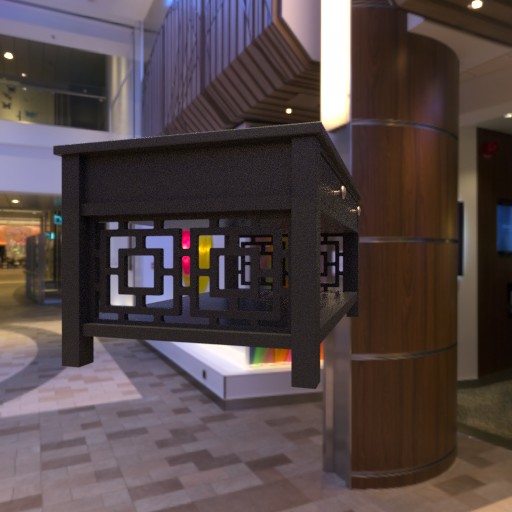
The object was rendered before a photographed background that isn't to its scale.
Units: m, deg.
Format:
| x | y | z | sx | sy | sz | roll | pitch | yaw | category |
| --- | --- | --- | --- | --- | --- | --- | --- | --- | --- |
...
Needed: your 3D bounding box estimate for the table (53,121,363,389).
| x | y | z | sx | sy | sz | roll | pitch | yaw | category |
| --- | --- | --- | --- | --- | --- | --- | --- | --- | --- |
| 0.000 | 0.000 | 1.405 | 0.612 | 0.493 | 1.068 | 0 | 0 | 17 | table |
